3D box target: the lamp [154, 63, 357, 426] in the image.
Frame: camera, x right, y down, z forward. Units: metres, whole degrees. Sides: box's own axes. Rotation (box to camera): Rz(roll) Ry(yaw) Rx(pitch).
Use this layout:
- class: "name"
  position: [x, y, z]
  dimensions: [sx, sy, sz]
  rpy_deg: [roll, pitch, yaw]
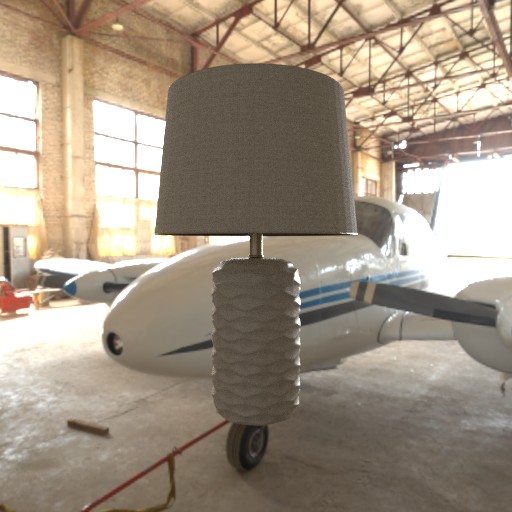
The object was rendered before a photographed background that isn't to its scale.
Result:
- class: "lamp"
  position: [0.000, 0.000, 0.842]
  dimensions: [0.376, 0.594, 0.376]
  rpy_deg: [0, 2, 0]
